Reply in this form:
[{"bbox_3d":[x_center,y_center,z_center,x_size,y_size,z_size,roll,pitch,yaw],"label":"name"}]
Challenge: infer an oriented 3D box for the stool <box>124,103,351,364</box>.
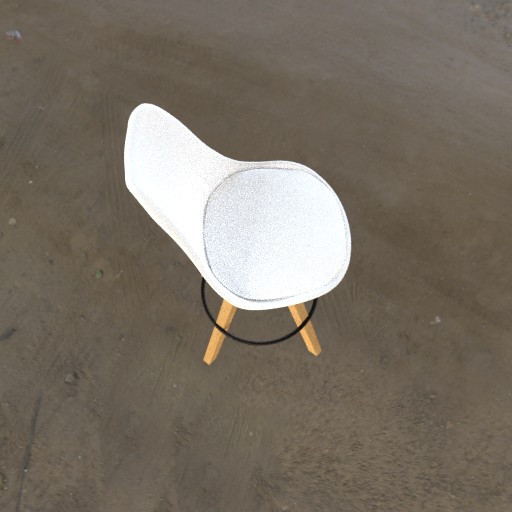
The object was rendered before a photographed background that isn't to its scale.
[{"bbox_3d":[0.000,0.000,1.422,0.549,1.115,0.482,-4,64,-2],"label":"stool"}]
